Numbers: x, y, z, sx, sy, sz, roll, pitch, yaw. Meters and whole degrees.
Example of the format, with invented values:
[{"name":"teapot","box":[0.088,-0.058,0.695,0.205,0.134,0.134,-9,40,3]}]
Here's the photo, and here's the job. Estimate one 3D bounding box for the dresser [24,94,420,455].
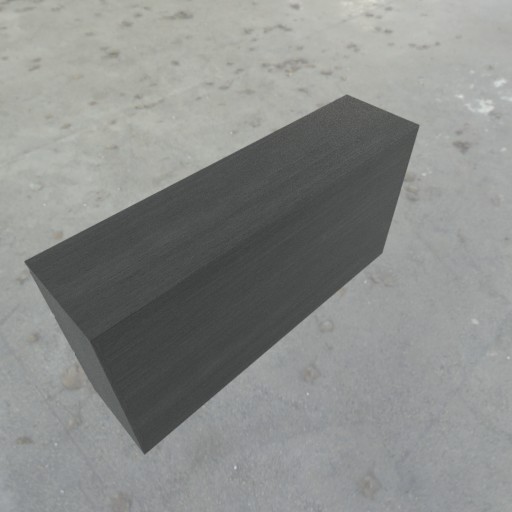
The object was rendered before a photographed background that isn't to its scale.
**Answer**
[{"name":"dresser","box":[0.000,0.000,1.927,1.590,0.795,0.400,-35,55,-29]}]
